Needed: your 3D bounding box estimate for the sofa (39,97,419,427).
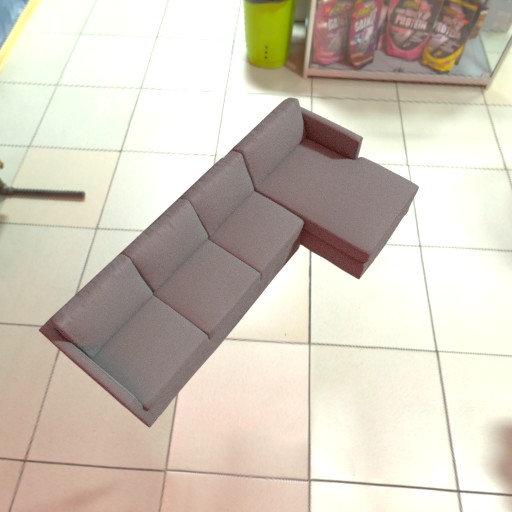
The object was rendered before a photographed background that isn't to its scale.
[{"bbox_3d":[0.000,0.000,3.857,1.622,0.867,3.177,32,64,18],"label":"sofa"}]
